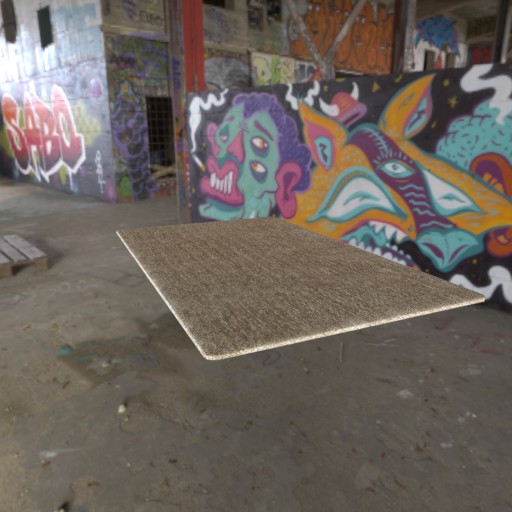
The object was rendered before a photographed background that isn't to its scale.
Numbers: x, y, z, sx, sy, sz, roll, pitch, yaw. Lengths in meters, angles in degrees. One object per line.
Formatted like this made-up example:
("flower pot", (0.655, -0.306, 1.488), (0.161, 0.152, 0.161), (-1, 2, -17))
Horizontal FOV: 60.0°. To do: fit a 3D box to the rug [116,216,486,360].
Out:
("rug", (0.000, 0.000, 3.059), (1.539, 0.024, 2.469), (-7, 17, -24))
